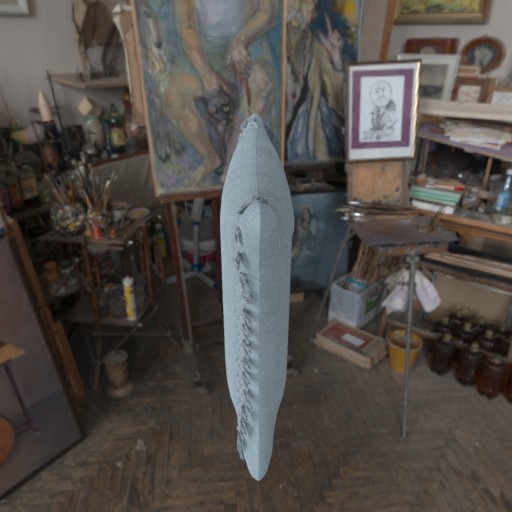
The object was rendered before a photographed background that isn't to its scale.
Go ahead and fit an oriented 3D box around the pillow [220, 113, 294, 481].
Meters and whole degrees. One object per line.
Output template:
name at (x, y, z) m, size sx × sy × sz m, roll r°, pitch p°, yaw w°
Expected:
pillow at (0.000, 0.000, 0.593) m, size 0.084 × 0.305 × 0.466 m, roll 0°, pitch 26°, yaw 0°
